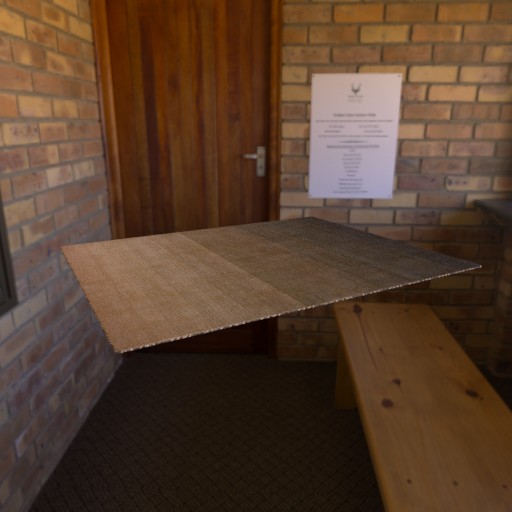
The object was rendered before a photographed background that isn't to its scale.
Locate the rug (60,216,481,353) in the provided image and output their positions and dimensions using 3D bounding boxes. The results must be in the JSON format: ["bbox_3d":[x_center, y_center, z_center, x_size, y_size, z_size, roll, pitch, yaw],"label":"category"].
[{"bbox_3d":[0.000,0.000,3.850,2.902,0.017,2.305,-9,19,-28],"label":"rug"}]
